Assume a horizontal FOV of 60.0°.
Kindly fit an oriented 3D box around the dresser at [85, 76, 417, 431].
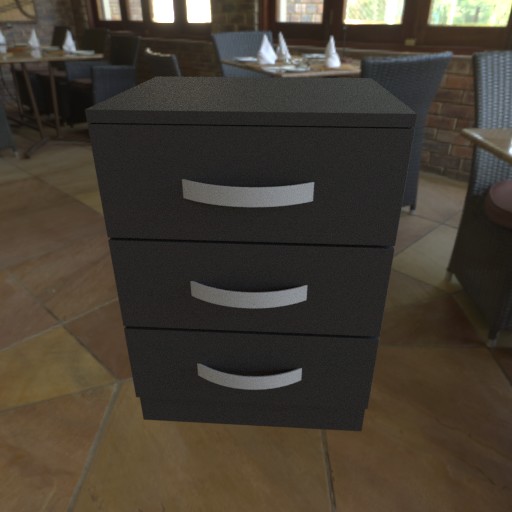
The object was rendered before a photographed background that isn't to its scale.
[{"bbox_3d":[0.000,0.000,0.799,0.400,0.560,0.360,2,29,3],"label":"dresser"}]
